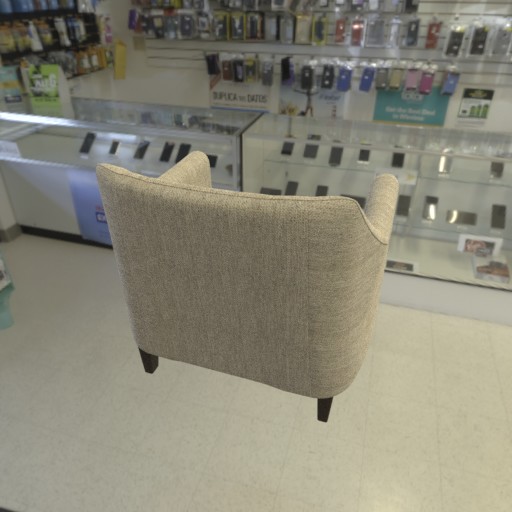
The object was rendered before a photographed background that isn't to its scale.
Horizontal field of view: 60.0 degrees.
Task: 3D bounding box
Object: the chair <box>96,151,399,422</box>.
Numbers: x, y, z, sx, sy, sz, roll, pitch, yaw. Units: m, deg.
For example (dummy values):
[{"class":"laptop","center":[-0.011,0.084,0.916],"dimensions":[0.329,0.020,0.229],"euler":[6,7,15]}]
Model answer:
[{"class":"chair","center":[0.000,0.000,1.423],"dimensions":[0.796,0.761,0.758],"euler":[10,34,16]}]
